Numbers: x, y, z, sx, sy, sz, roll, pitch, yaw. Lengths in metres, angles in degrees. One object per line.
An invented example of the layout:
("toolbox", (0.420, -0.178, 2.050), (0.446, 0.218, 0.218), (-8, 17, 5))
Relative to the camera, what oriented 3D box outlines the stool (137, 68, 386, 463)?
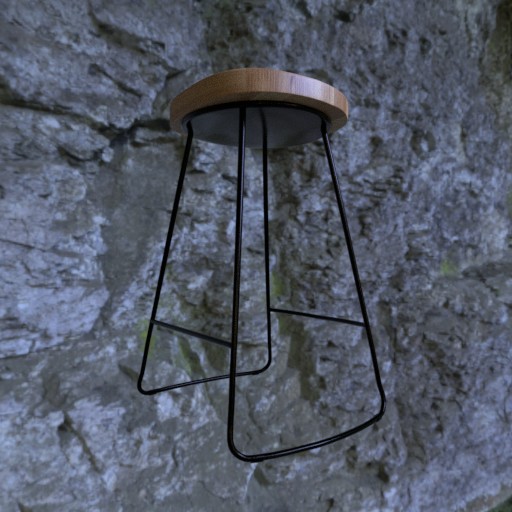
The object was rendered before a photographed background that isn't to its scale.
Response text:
("stool", (0.000, 0.000, 0.994), (0.401, 0.679, 0.480), (0, 0, -36))
